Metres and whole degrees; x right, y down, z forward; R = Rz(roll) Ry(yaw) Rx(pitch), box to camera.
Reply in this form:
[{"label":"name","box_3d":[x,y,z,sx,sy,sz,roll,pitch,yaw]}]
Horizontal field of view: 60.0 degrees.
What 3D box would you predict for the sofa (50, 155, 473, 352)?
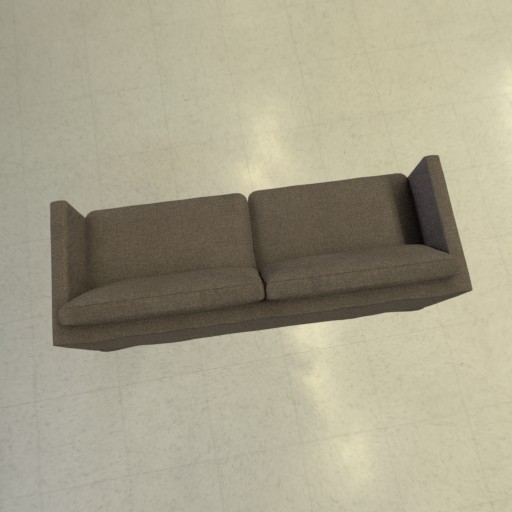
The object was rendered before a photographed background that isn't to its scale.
[{"label":"sofa","box_3d":[0.000,0.000,3.305,2.779,0.998,1.036,-7,76,-2]}]
